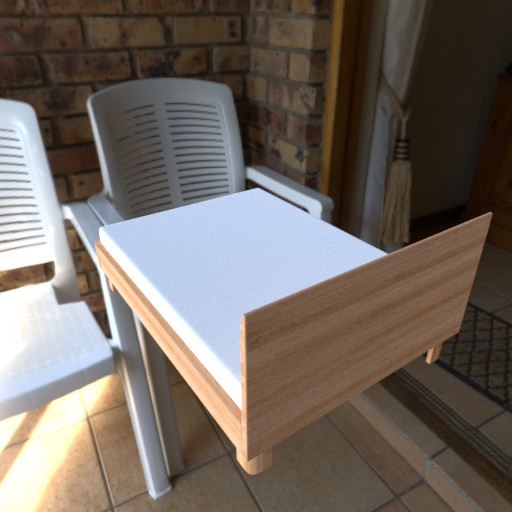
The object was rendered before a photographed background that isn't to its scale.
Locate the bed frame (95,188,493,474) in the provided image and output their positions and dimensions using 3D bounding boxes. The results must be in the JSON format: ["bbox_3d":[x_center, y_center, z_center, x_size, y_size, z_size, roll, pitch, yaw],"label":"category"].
[{"bbox_3d":[0.000,0.000,2.768,1.472,0.940,1.992,-19,34,-30],"label":"bed frame"}]
